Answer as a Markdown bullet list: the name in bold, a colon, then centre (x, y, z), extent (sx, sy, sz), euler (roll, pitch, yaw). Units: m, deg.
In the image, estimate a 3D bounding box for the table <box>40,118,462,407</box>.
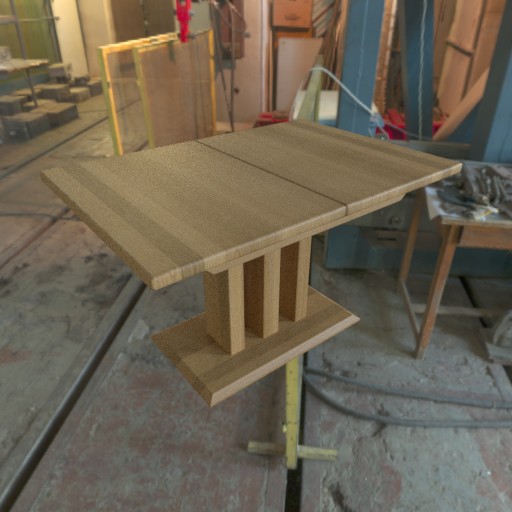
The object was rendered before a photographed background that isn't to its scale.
- **table**: centre (0.000, 0.000, 1.839), extent (1.300, 0.770, 0.900), euler (-22, 37, -32)
